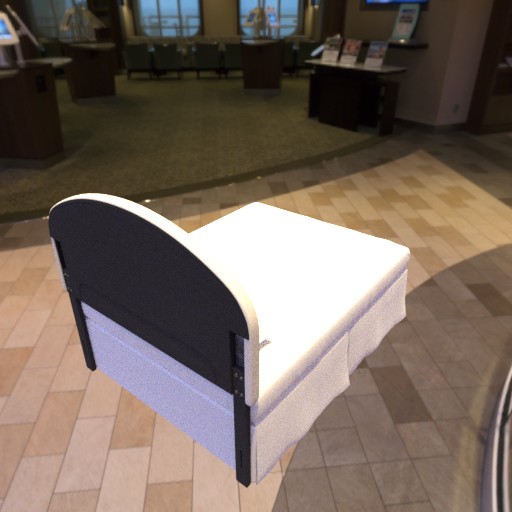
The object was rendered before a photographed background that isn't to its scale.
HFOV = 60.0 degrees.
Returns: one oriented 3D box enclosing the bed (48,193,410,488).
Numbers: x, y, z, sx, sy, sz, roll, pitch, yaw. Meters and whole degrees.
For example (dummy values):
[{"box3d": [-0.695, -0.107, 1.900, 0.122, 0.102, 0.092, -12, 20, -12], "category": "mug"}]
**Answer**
[{"box3d": [0.000, 0.000, 3.037, 1.607, 1.410, 2.005, 21, 36, 33], "category": "bed"}]
